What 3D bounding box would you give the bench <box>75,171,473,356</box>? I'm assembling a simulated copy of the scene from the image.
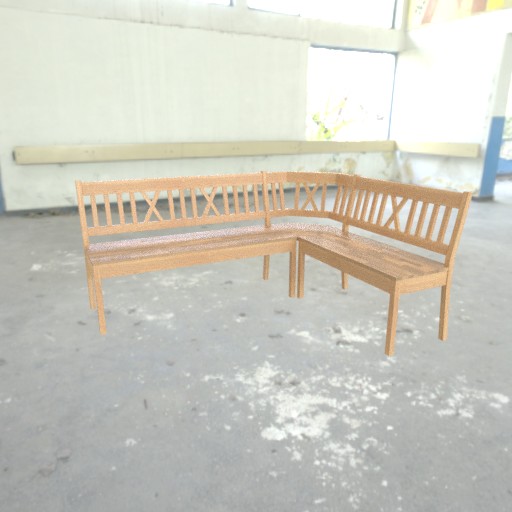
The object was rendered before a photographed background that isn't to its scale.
[{"bbox_3d":[0.000,0.000,2.844,1.937,0.902,1.537,-8,19,-25],"label":"bench"}]
